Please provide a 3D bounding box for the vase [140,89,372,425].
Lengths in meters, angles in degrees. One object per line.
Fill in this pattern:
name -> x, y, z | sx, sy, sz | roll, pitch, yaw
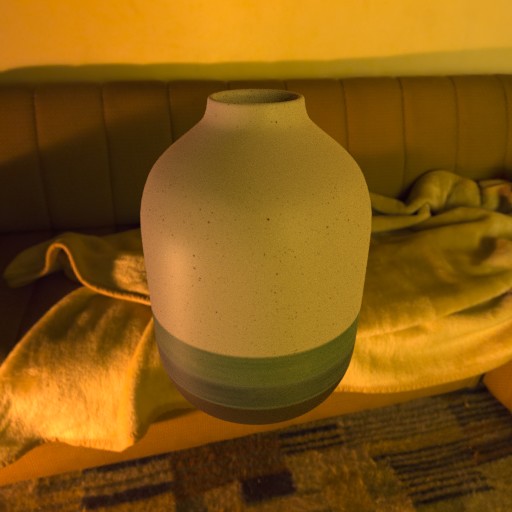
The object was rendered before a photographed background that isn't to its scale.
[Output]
vase -> 0.000, 0.000, 0.349 | 0.169, 0.240, 0.169 | 0, 28, 0
